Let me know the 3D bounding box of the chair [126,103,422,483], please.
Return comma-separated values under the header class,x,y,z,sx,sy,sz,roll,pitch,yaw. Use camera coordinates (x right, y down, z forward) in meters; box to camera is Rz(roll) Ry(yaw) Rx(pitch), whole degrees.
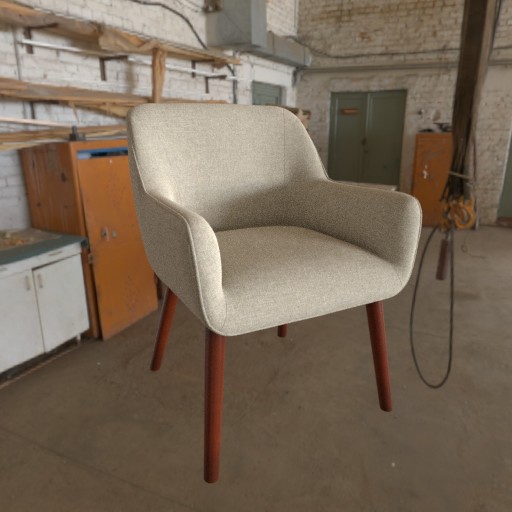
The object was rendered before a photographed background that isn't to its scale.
class,x,y,z,sx,sy,sz,roll,pitch,yaw
chair,0.000,0.000,1.221,0.610,0.813,0.610,-9,19,-27
